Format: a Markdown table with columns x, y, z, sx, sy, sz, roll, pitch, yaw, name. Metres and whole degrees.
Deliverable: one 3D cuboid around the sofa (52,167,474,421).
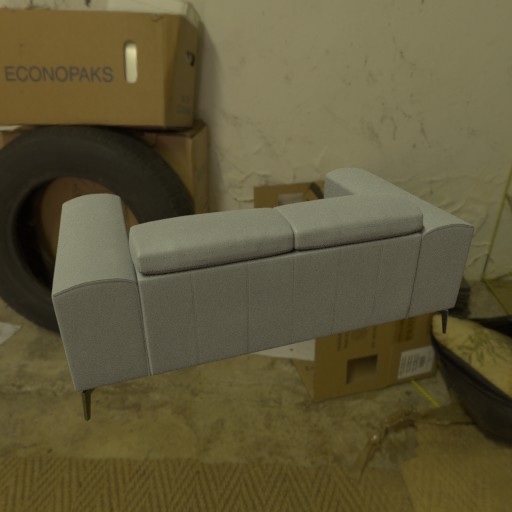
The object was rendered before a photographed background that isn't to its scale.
| x | y | z | sx | sy | sz | roll | pitch | yaw | name |
| --- | --- | --- | --- | --- | --- | --- | --- | --- | --- |
| 0.000 | 0.000 | 2.349 | 1.895 | 0.779 | 1.003 | -9 | 29 | -17 | sofa |
